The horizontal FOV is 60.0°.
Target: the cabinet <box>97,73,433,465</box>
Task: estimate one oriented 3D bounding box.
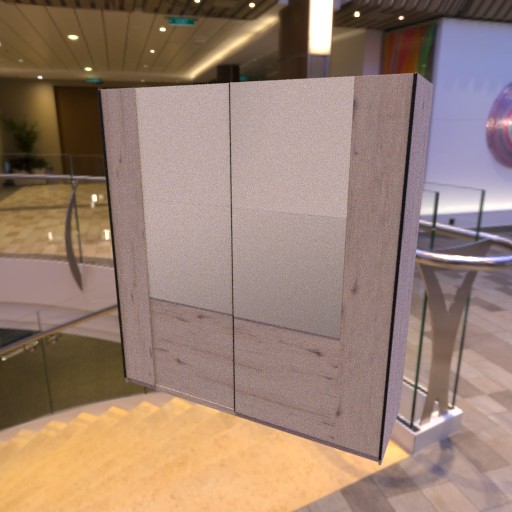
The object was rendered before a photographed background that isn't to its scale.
[{"bbox_3d":[0.000,0.000,3.055,2.000,2.180,0.660,8,18,26],"label":"cabinet"}]
